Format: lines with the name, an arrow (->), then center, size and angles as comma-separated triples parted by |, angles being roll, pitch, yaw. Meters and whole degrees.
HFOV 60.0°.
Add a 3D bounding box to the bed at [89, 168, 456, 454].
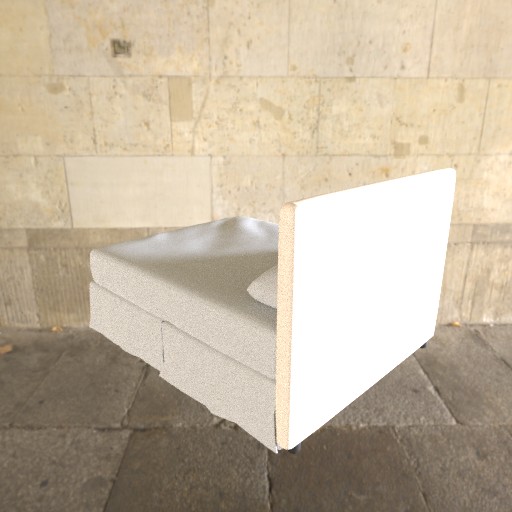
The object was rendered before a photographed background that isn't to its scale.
bed -> 0.000, 0.000, 3.276 | 2.142, 1.330, 1.748 | 17, 25, 42
